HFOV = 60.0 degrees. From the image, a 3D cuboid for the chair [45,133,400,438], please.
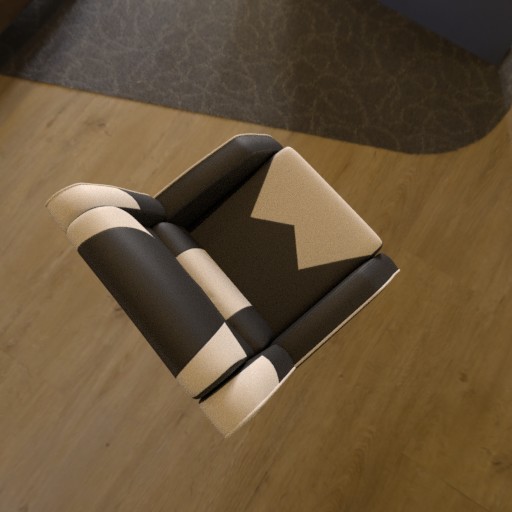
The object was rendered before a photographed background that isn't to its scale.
[{"bbox_3d":[0.000,0.000,1.273,0.672,0.805,0.620,-39,78,-10],"label":"chair"}]
